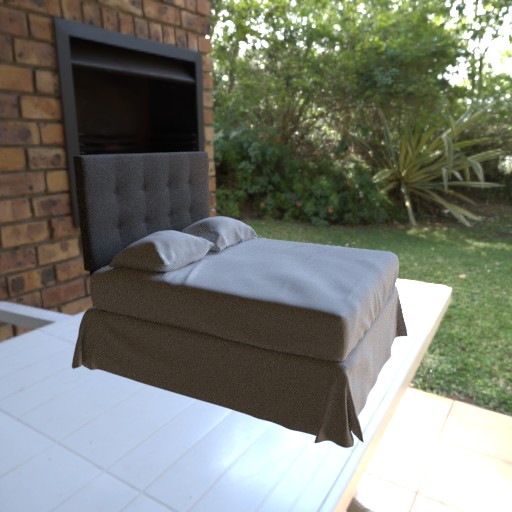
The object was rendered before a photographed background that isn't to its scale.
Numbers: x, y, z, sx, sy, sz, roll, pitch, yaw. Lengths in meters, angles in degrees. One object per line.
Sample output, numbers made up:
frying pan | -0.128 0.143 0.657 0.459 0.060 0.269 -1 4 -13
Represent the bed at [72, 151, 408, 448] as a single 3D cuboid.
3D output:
bed | 0.000 0.000 3.525 2.222 1.577 1.936 7 16 26
